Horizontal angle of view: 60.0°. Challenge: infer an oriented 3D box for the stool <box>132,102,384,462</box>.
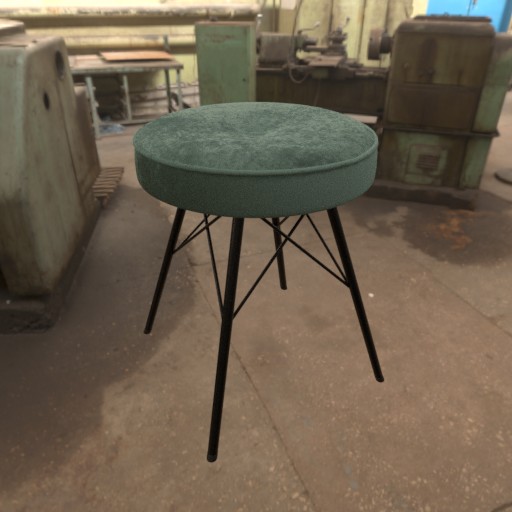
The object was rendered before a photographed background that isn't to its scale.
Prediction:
[{"bbox_3d":[0.000,0.000,0.872,0.458,0.519,0.457,-10,32,-17],"label":"stool"}]
